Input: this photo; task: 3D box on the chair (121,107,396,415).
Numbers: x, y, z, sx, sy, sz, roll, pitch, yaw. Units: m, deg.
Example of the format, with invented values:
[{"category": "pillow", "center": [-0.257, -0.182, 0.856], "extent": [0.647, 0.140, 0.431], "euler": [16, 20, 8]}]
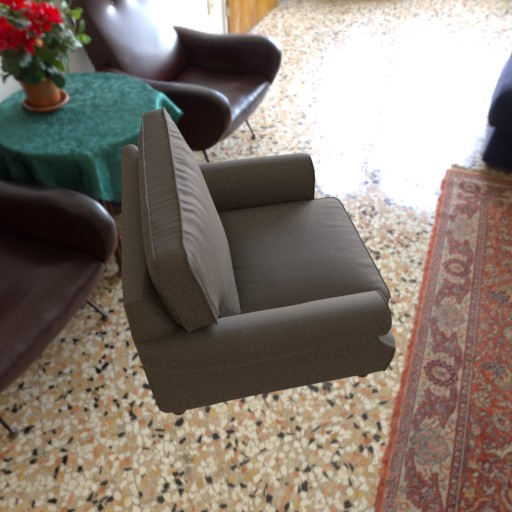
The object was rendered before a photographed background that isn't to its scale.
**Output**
[{"category": "chair", "center": [0.000, 0.000, 1.811], "extent": [0.966, 0.967, 1.029], "euler": [-9, 47, -8]}]
